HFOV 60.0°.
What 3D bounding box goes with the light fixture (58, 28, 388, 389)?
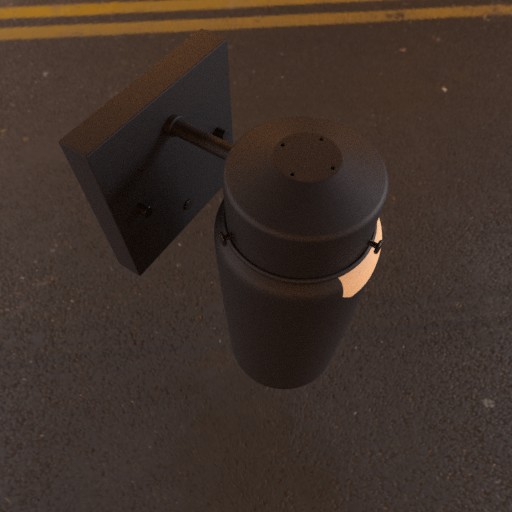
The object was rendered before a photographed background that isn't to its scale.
[{"bbox_3d":[0.000,0.000,0.354,0.176,0.257,0.130,29,62,17],"label":"light fixture"}]
